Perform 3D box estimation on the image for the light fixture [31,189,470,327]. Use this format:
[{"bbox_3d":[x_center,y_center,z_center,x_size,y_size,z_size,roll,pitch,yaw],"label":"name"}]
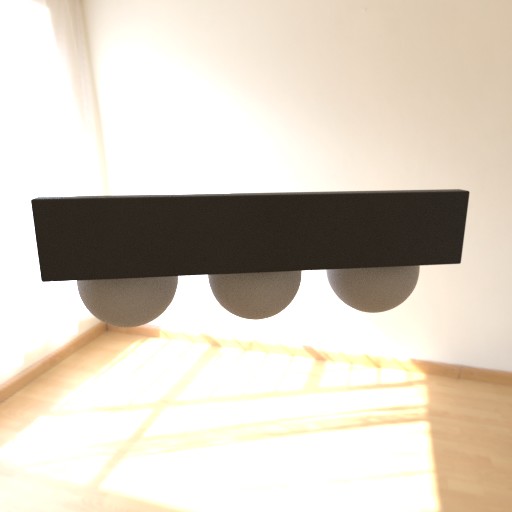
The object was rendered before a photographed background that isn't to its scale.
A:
[{"bbox_3d":[0.000,0.000,0.857,0.721,0.263,0.218,-2,15,-8],"label":"light fixture"}]
